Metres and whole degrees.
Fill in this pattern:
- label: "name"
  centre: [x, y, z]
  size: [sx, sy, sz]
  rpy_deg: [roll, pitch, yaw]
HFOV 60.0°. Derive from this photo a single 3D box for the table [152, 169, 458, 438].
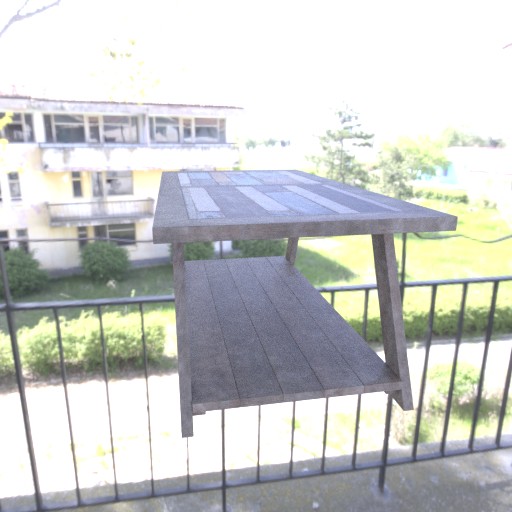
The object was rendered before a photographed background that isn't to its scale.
- label: "table"
  centre: [0.000, 0.000, 1.490]
  size: [0.610, 0.470, 1.219]
  rpy_deg: [-3, 16, -10]
